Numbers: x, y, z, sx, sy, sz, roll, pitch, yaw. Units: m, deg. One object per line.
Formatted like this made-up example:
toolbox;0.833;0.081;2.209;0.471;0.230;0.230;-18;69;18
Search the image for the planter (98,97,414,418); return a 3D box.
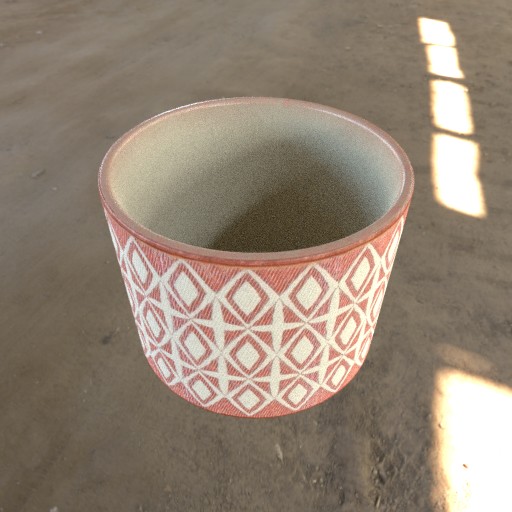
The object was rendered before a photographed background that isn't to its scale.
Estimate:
planter;0.000;0.000;0.473;0.273;0.237;0.273;0;42;0
